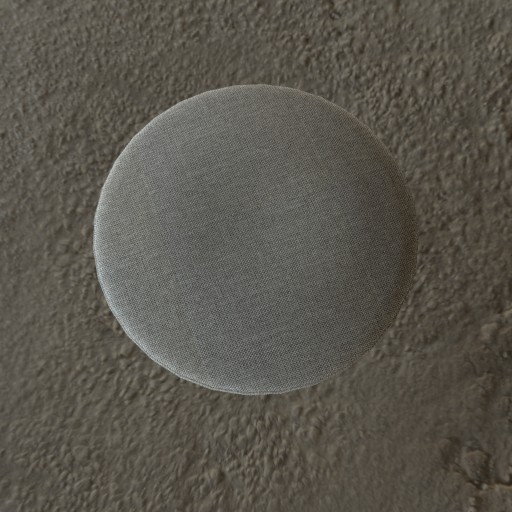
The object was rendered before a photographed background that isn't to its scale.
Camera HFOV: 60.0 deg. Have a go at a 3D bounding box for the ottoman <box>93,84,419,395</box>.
[{"bbox_3d":[0.000,0.000,0.856,0.500,0.419,0.500,0,75,0],"label":"ottoman"}]
